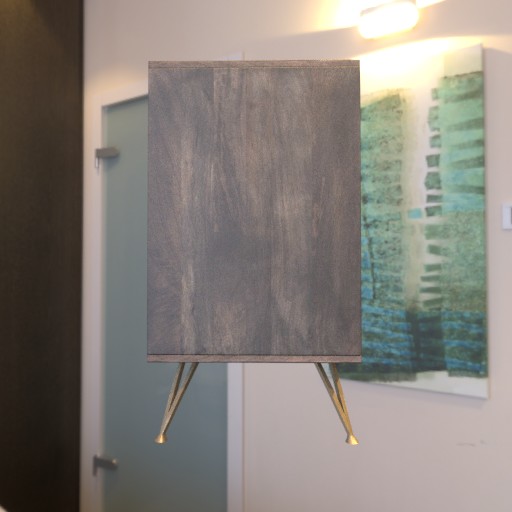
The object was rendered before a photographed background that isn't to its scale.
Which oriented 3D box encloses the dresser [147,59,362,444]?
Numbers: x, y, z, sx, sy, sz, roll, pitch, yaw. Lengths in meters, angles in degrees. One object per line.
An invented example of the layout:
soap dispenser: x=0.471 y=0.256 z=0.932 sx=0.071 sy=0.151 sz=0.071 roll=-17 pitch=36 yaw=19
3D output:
dresser: x=0.000 y=0.000 z=1.381 sx=0.453 sy=0.801 sz=0.923 roll=0 pitch=-1 yaw=1
